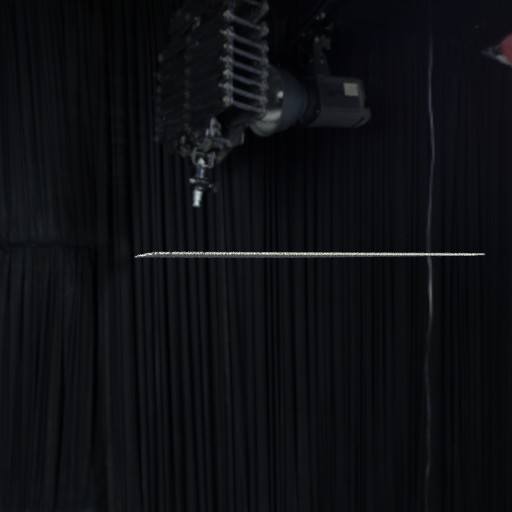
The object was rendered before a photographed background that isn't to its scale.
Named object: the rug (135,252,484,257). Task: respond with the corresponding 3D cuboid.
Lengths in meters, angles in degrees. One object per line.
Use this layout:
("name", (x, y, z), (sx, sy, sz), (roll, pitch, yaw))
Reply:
("rug", (0.000, 0.000, 3.009), (1.529, 0.010, 2.440), (0, 0, -17))
